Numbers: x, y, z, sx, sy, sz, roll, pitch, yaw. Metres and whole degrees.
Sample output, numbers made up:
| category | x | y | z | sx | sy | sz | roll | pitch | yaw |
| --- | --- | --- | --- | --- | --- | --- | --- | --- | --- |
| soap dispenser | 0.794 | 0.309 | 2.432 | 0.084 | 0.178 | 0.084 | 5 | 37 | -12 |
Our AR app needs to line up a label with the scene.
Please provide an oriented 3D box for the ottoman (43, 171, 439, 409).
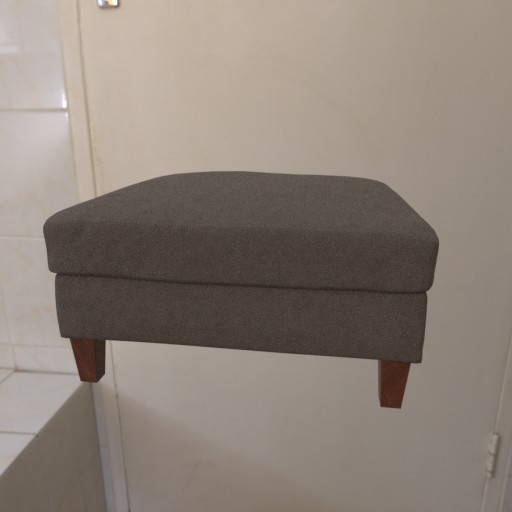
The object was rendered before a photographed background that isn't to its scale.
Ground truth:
| category | x | y | z | sx | sy | sz | roll | pitch | yaw |
| --- | --- | --- | --- | --- | --- | --- | --- | --- | --- |
| ottoman | 0.000 | 0.000 | 1.389 | 0.881 | 0.482 | 0.861 | 2 | 16 | 8 |
